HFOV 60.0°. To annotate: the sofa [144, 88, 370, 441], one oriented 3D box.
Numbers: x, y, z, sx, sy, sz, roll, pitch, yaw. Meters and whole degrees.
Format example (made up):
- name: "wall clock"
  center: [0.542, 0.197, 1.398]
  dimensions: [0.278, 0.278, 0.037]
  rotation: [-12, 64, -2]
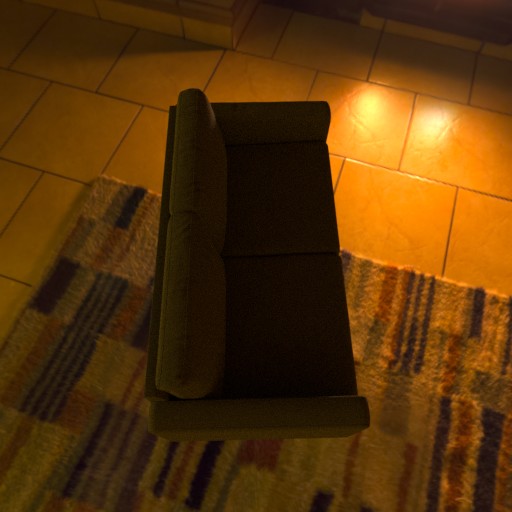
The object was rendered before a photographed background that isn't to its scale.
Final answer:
- name: "sofa"
  center: [0.000, 0.000, 2.295]
  dimensions: [0.889, 0.897, 1.730]
  rotation: [-1, 64, -1]
